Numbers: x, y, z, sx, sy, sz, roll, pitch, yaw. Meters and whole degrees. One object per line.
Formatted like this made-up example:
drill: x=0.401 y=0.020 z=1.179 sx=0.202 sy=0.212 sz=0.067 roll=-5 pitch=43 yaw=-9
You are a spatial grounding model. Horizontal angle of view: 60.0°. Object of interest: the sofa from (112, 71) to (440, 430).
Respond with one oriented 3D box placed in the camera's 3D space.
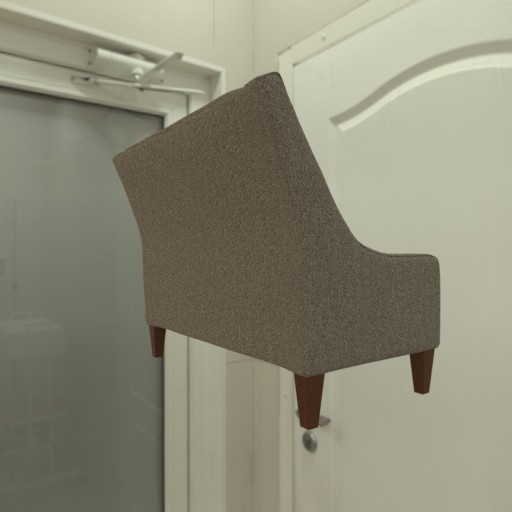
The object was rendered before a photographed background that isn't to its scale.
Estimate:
sofa: x=0.000 y=0.000 z=1.914 sx=0.862 sy=1.026 sz=1.242 roll=0 pitch=0 yaw=-36
